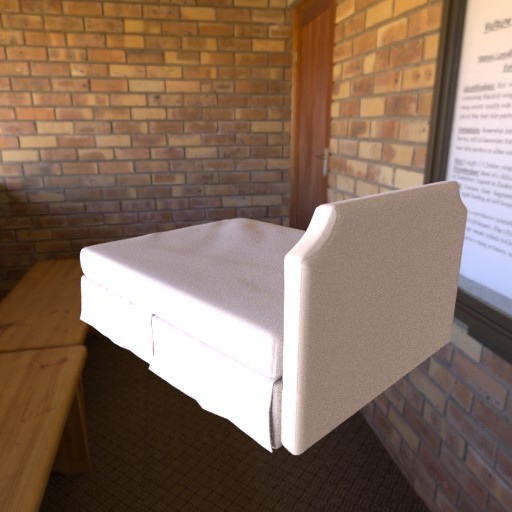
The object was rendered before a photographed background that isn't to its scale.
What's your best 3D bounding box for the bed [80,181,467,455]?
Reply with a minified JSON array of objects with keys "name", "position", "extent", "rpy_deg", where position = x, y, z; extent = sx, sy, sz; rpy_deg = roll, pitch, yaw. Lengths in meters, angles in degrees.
[{"name":"bed","position":[0.000,0.000,3.528],"extent":[1.977,1.293,2.498],"rpy_deg":[-15,22,-42]}]
